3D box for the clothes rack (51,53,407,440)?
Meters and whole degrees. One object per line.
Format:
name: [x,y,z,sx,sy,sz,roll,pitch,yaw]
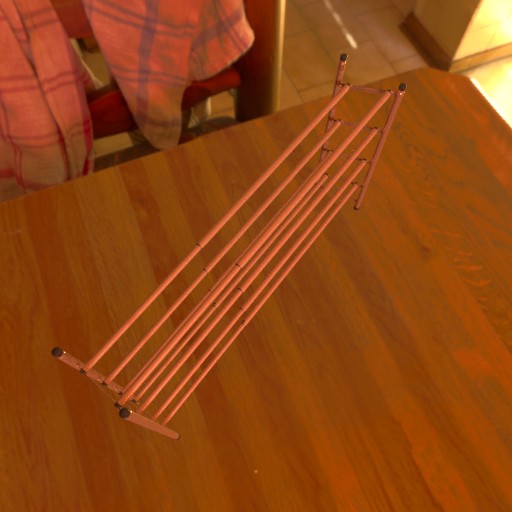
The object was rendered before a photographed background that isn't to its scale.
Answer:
clothes rack: [0.000,0.000,1.425,0.229,0.672,1.168,35,69,15]
